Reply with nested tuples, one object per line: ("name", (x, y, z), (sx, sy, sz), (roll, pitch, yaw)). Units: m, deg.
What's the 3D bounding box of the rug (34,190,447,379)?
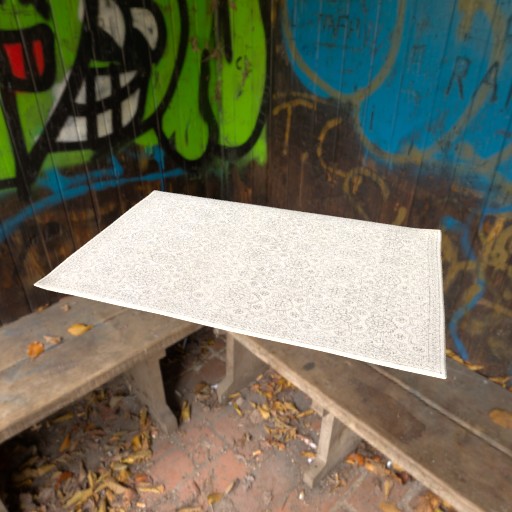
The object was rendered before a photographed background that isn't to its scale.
("rug", (0.000, 0.000, 2.439), (1.947, 0.023, 1.214), (10, 34, 15))
